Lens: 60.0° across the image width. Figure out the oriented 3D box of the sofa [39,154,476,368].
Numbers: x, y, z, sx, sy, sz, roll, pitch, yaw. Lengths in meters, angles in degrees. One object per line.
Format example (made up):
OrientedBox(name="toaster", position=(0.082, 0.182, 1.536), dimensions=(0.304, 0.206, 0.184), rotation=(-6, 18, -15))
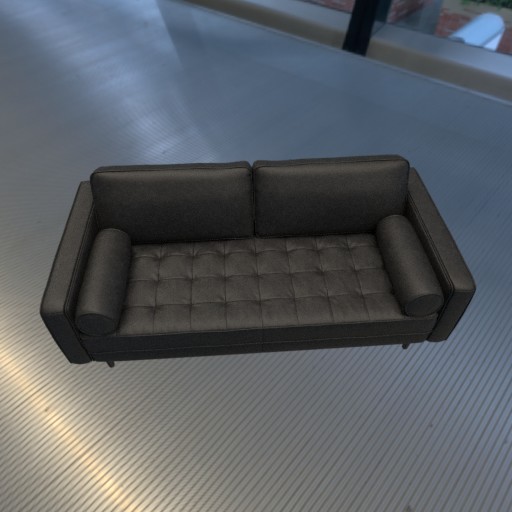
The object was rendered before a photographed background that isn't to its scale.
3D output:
OrientedBox(name="sofa", position=(0.000, 0.000, 2.285), dimensions=(1.879, 0.770, 0.921), rotation=(-3, 47, -3))
